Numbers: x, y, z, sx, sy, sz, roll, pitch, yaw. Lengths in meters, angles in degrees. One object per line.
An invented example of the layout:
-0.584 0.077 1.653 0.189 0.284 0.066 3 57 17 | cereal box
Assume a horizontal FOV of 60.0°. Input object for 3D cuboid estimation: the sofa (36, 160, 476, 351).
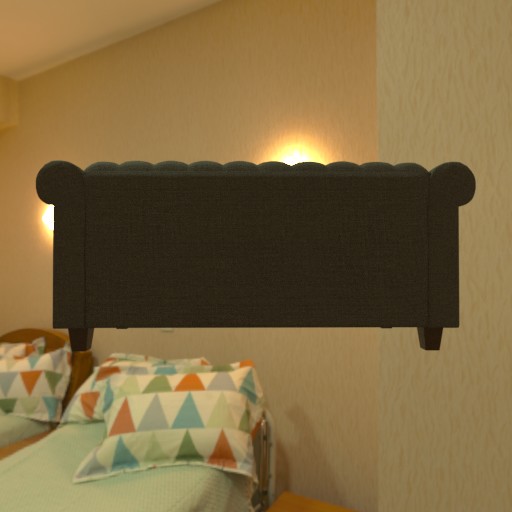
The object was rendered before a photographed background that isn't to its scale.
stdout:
0.000 0.000 2.179 1.798 0.797 0.783 0 -1 -1 | sofa
